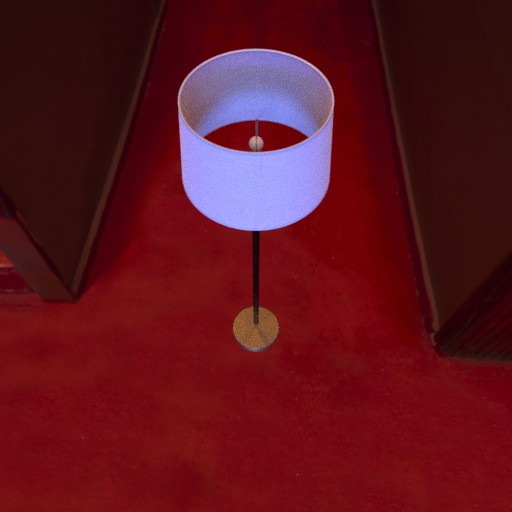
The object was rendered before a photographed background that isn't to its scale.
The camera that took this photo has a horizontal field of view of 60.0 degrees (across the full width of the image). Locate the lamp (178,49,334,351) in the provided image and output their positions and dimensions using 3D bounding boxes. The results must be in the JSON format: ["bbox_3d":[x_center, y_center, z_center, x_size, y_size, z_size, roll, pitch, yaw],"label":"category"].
[{"bbox_3d":[0.000,0.000,1.665,0.420,1.447,0.420,0,59,0],"label":"lamp"}]
